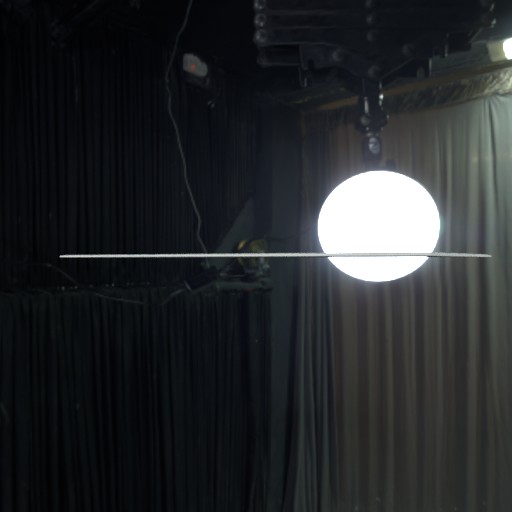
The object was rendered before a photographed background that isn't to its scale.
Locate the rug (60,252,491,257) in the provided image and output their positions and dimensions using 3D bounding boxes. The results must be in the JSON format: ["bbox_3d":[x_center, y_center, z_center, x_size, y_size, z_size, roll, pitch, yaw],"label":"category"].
[{"bbox_3d":[0.000,0.000,1.382,1.220,0.007,0.605,0,0,37],"label":"rug"}]
